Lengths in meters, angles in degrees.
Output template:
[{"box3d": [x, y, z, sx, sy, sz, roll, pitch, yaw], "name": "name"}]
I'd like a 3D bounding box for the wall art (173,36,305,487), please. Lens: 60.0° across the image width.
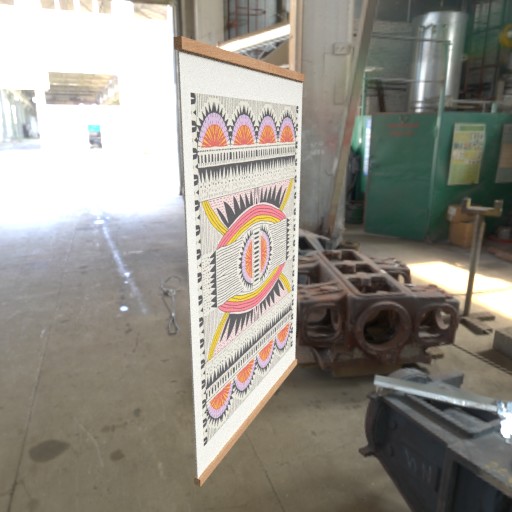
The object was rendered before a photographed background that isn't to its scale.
[{"box3d": [0.000, 0.000, 1.881, 0.028, 1.533, 0.999, 8, 18, 25], "name": "wall art"}]
